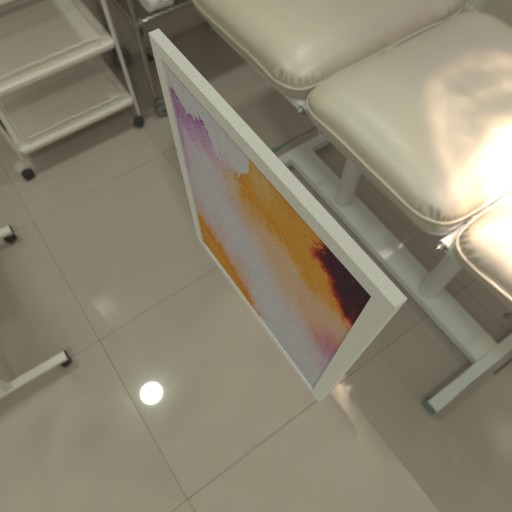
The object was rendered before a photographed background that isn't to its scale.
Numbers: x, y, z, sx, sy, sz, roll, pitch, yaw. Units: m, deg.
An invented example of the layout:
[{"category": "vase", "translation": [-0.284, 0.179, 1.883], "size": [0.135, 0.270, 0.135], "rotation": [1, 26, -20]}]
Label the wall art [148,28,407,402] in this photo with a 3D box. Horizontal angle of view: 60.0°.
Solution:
[{"category": "wall art", "translation": [0.000, 0.000, 0.609], "size": [0.013, 0.456, 0.382], "rotation": [-32, 68, -15]}]
